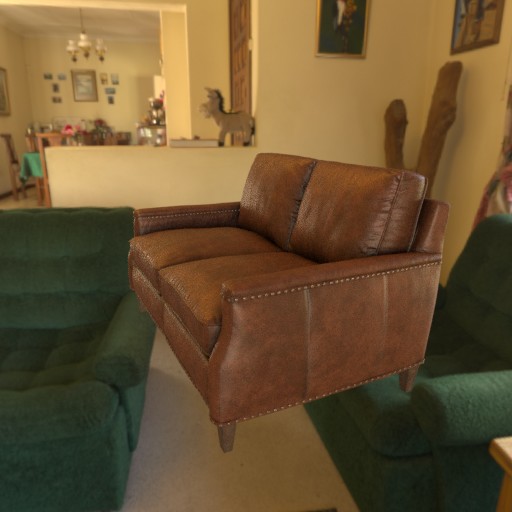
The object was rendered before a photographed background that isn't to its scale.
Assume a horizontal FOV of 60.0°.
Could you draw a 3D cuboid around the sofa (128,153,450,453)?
[{"bbox_3d":[0.000,0.000,2.344,1.083,1.003,1.628,-8,18,-25],"label":"sofa"}]
